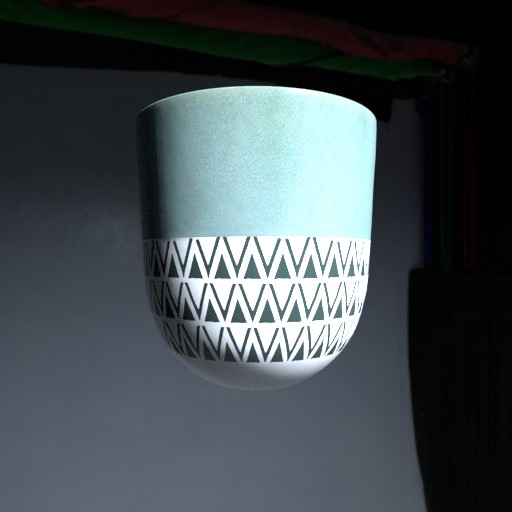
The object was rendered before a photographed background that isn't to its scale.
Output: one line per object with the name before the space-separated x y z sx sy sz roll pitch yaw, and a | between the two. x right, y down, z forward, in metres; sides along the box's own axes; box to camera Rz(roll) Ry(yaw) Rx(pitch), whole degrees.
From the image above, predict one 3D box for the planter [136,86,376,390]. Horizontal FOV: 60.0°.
planter | 0.000 0.000 0.378 0.198 0.214 0.198 0 0 0
